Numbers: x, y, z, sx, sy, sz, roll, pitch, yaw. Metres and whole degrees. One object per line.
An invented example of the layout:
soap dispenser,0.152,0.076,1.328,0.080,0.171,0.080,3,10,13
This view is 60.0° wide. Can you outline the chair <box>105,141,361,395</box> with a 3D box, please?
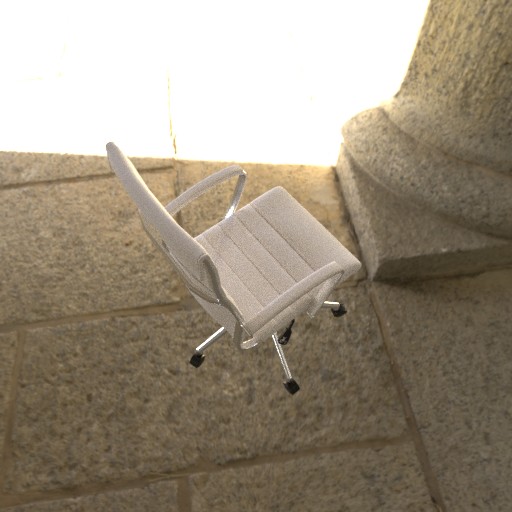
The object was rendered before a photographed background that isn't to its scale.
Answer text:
chair,0.000,0.000,1.621,0.739,1.149,0.766,-33,64,-19
